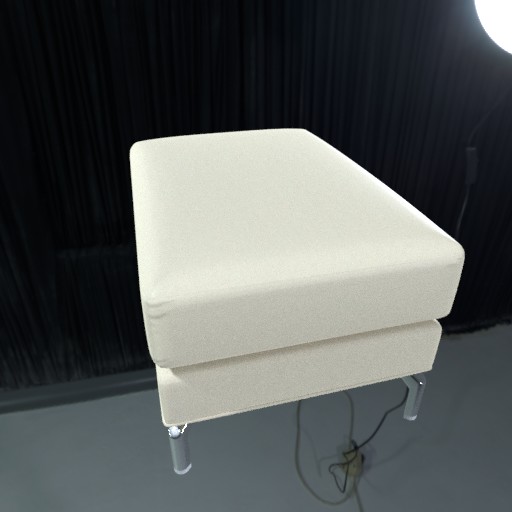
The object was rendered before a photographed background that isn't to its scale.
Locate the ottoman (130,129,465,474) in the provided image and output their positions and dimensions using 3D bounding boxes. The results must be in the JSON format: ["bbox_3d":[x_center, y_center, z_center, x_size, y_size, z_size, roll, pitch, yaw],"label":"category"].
[{"bbox_3d":[0.000,0.000,1.170,0.581,0.497,0.835,-8,32,-13],"label":"ottoman"}]
